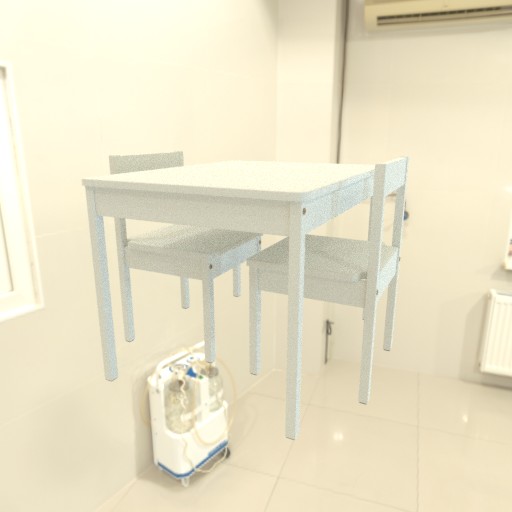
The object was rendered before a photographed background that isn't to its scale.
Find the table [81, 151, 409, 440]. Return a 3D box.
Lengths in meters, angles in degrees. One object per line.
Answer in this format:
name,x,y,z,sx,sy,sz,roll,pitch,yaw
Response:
table,0.000,0.000,1.138,0.672,0.503,0.650,8,17,25
